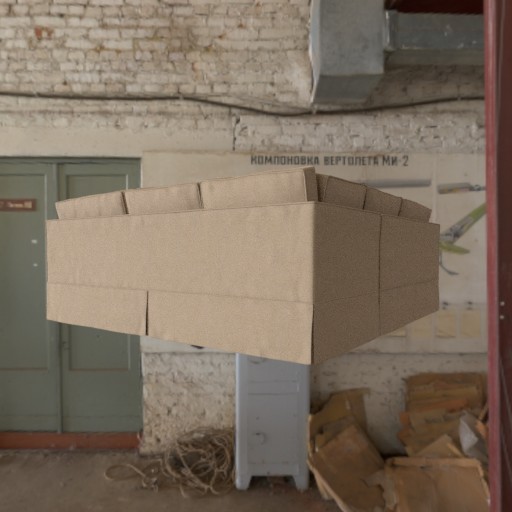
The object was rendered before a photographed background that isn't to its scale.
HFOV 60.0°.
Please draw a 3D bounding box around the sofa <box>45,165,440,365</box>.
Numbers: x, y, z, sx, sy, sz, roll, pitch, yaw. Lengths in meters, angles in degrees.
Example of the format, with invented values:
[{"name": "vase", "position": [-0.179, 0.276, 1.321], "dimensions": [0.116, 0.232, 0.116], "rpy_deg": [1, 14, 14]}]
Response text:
[{"name": "sofa", "position": [0.000, 0.000, 4.240], "dimensions": [2.733, 1.124, 2.730], "rpy_deg": [1, 1, 36]}]
